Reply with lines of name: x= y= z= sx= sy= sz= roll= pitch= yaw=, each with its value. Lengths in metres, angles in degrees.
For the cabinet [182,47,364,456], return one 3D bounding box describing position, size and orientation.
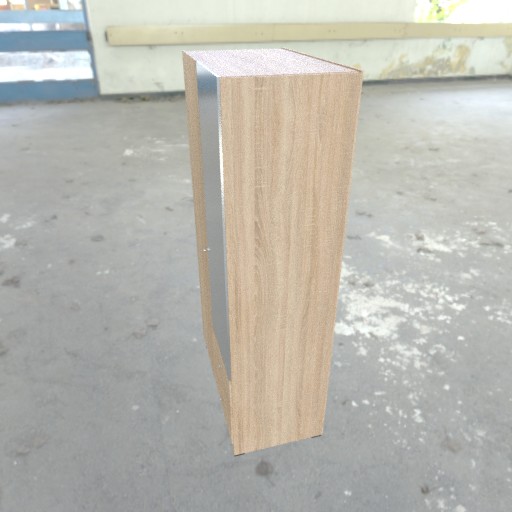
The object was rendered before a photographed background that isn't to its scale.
cabinet: x=0.000 y=0.000 z=2.590 sx=0.590 sy=2.121 sz=1.001 roll=-8 pitch=31 yaw=-13
